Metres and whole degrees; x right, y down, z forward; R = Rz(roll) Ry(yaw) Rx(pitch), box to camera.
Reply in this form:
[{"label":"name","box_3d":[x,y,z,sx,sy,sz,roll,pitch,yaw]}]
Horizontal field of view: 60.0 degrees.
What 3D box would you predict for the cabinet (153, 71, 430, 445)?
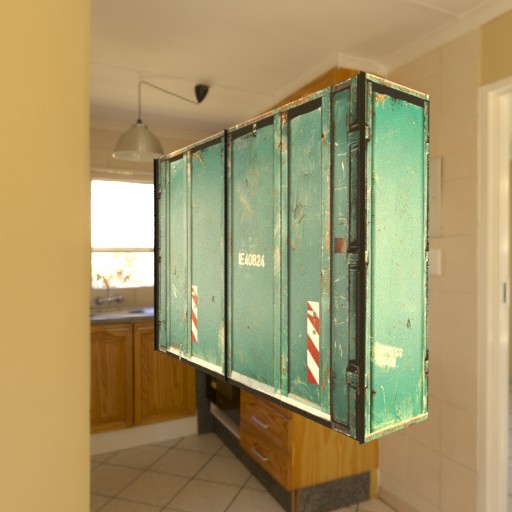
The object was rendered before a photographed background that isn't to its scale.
[{"label":"cabinet","box_3d":[0.000,0.000,3.973,0.680,2.160,3.001,0,1,-36]}]
